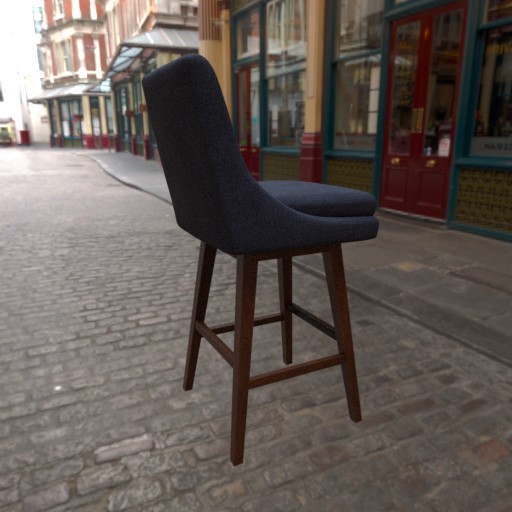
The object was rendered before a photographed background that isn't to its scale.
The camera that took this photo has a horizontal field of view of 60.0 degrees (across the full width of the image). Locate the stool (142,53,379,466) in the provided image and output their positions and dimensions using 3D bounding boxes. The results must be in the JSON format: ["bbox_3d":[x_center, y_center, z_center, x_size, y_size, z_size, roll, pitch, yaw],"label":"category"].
[{"bbox_3d":[0.000,0.000,1.377,0.572,1.068,0.489,-7,16,-26],"label":"stool"}]
